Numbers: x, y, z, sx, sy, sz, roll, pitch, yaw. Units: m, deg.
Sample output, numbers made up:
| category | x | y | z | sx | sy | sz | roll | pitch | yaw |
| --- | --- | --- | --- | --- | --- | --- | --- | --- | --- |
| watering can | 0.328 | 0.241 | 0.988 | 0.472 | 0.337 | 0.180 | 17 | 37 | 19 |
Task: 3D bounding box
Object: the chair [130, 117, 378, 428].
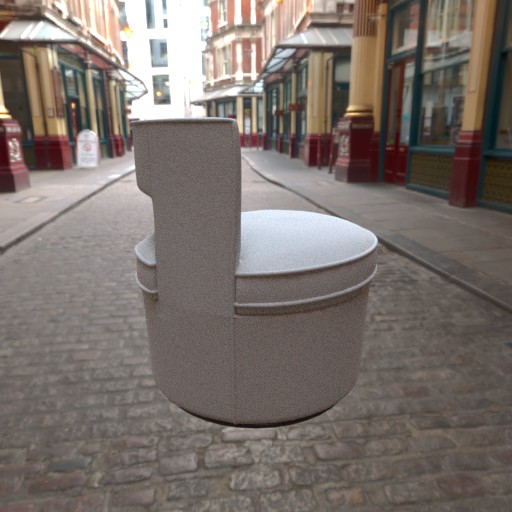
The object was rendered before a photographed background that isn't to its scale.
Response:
| category | x | y | z | sx | sy | sz | roll | pitch | yaw |
| --- | --- | --- | --- | --- | --- | --- | --- | --- | --- |
| chair | 0.000 | 0.000 | 1.245 | 0.665 | 0.723 | 0.650 | -2 | 15 | -9 |
